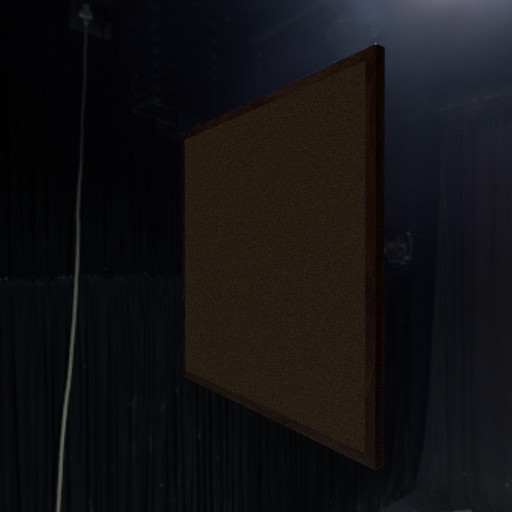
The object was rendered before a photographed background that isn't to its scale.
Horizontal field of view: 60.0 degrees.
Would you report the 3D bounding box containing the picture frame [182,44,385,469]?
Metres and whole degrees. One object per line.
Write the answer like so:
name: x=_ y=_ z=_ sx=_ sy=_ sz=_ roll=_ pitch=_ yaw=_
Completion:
picture frame: x=0.000 y=0.000 z=1.181 sx=0.029 sy=0.817 sz=0.810 roll=0 pitch=1 yaw=-36
